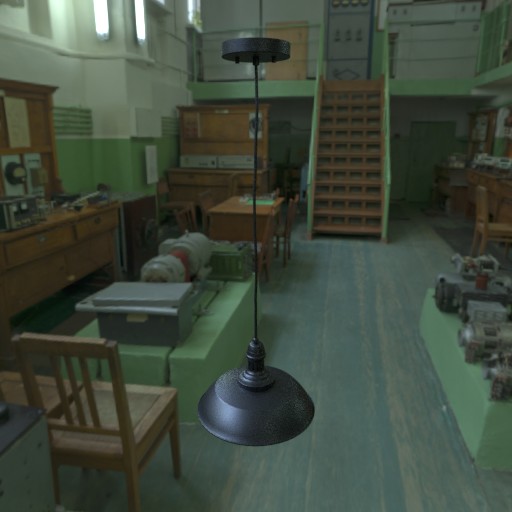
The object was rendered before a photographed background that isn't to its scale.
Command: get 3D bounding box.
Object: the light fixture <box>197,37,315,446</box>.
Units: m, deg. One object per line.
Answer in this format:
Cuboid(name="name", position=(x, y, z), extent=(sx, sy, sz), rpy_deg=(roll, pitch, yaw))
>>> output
Cuboid(name="light fixture", position=(0.000, 0.000, 1.136), extent=(0.331, 0.993, 0.331), rpy_deg=(2, 16, 9))
